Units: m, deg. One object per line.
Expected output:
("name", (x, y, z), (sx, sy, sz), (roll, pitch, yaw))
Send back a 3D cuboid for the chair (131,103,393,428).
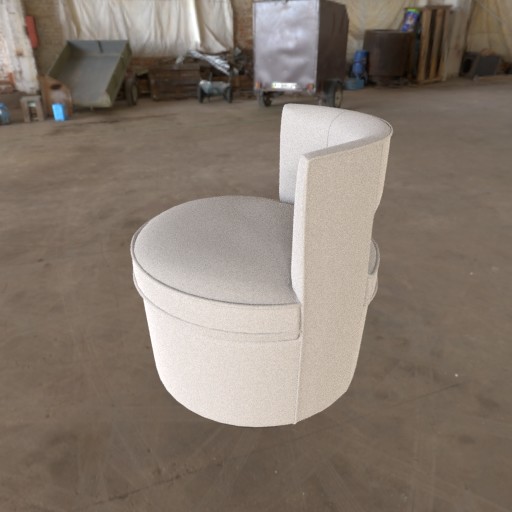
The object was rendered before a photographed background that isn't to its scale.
("chair", (0.000, 0.000, 1.221), (0.665, 0.723, 0.650), (0, 28, 0))
